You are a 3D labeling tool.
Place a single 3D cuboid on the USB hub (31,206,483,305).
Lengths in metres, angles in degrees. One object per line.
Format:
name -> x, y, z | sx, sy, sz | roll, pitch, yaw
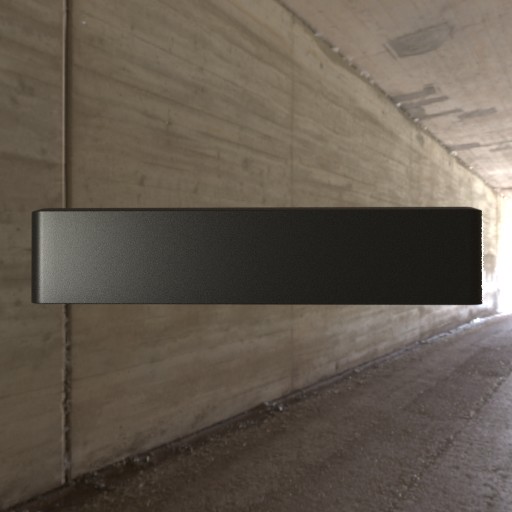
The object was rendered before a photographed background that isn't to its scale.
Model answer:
USB hub -> 0.000, 0.000, 0.126 | 0.110, 0.023, 0.044 | 0, 0, 2
